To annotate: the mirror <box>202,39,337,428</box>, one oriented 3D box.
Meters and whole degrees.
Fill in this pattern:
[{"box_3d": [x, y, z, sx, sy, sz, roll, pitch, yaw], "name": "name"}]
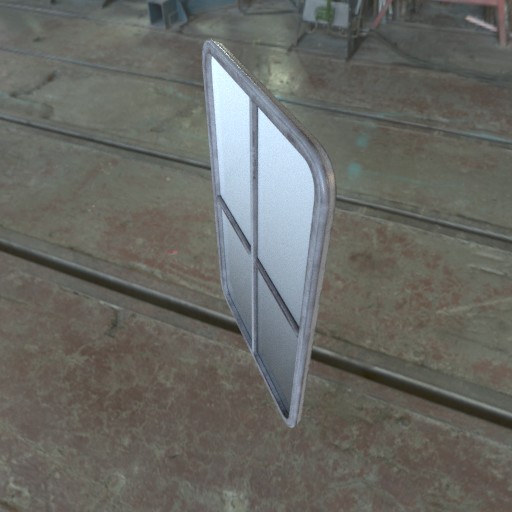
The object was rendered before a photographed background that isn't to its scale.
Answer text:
[{"box_3d": [0.000, 0.000, 0.887, 0.024, 0.713, 0.461, -17, 48, -16], "name": "mirror"}]
